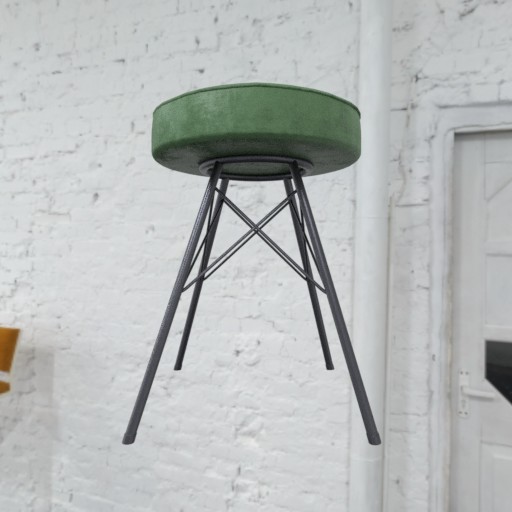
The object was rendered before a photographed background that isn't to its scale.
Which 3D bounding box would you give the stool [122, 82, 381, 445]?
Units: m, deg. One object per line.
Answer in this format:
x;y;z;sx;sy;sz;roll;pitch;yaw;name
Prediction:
0.000;0.000;0.928;0.430;0.595;0.457;0;1;0;stool
